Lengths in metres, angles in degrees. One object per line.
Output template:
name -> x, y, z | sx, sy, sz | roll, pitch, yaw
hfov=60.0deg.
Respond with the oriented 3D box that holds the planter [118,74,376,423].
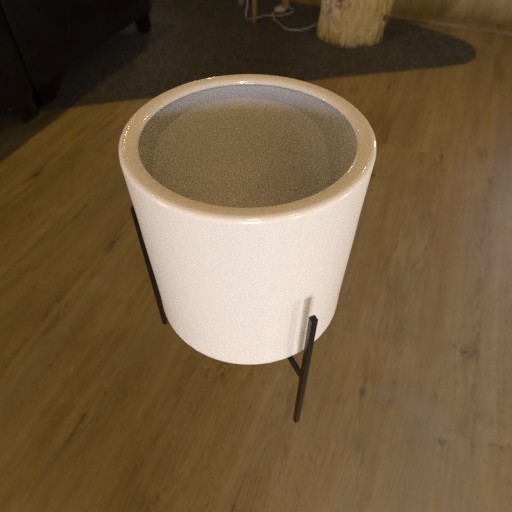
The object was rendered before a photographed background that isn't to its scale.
planter -> 0.000, 0.000, 0.653 | 0.307, 0.431, 0.308 | 31, 55, 25
